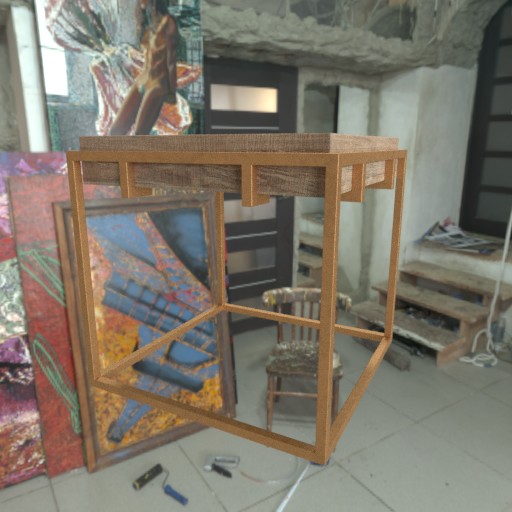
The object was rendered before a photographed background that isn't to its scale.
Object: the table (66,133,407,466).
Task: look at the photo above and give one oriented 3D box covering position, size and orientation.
[{"bbox_3d":[0.000,0.000,1.127,0.599,0.584,0.599,7,16,27],"label":"table"}]
